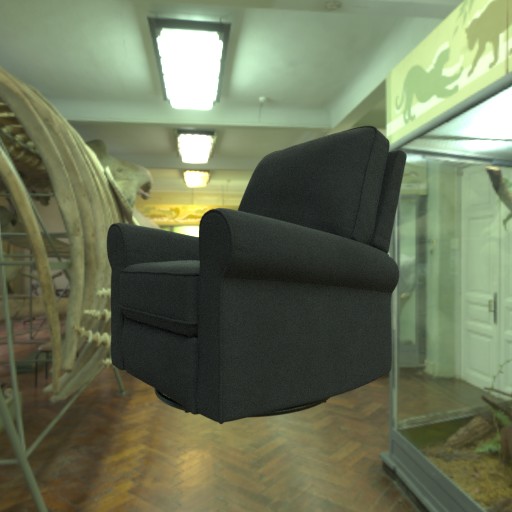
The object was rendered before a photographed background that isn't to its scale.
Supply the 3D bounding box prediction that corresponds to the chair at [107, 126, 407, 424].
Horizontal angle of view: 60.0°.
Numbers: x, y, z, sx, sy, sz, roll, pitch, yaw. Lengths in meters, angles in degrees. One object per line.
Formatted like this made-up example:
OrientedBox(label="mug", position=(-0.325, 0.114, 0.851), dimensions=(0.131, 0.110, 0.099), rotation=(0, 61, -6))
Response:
OrientedBox(label="chair", position=(0.000, 0.000, 1.658), dimensions=(0.878, 0.961, 0.890), rotation=(0, 0, -38))
